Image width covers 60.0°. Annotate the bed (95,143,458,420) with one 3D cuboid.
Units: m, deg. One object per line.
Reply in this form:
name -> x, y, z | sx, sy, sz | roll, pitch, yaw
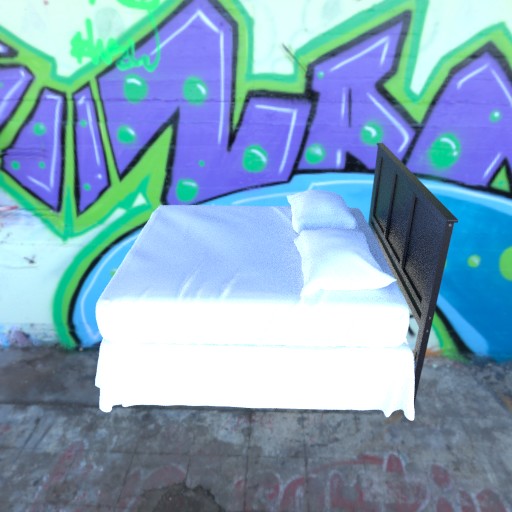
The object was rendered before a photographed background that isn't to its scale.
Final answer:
bed -> 0.000, 0.000, 3.210 | 2.050, 1.270, 1.870 | 1, 27, 2
